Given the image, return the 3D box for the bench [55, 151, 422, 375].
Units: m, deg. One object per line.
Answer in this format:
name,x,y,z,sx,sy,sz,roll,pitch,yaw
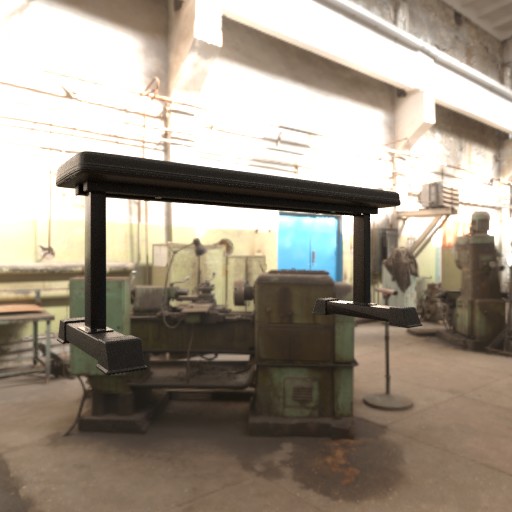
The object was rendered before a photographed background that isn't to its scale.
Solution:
bench,0.000,0.000,1.315,1.072,0.453,0.439,0,0,-36
